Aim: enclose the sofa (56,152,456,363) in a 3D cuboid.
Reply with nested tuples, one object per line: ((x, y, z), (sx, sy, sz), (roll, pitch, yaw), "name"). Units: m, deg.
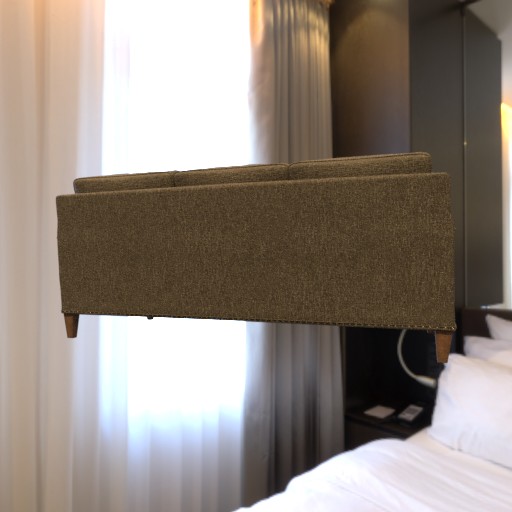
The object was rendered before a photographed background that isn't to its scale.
((0.000, 0.000, 2.781), (2.246, 1.003, 1.084), (0, -1, 18), "sofa")
